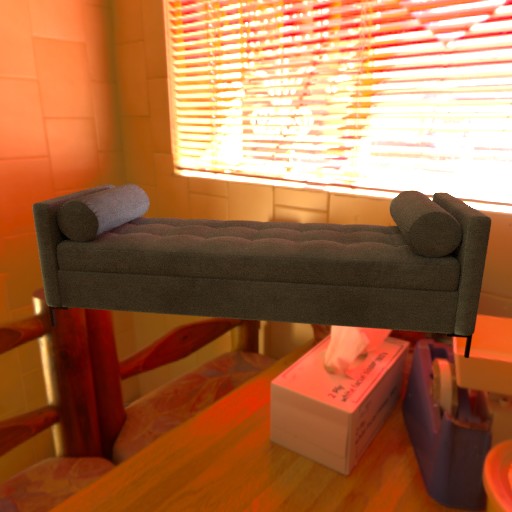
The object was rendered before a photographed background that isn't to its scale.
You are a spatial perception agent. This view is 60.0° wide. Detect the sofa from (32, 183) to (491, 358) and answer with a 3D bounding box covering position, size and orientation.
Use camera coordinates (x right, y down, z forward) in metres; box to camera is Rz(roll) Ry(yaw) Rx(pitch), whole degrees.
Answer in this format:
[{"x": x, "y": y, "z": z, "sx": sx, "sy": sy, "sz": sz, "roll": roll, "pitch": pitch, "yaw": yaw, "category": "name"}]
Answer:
[{"x": 0.000, "y": 0.000, "z": 2.282, "sx": 1.981, "sy": 0.635, "sz": 0.686, "roll": 3, "pitch": 17, "yaw": 9, "category": "sofa"}]
